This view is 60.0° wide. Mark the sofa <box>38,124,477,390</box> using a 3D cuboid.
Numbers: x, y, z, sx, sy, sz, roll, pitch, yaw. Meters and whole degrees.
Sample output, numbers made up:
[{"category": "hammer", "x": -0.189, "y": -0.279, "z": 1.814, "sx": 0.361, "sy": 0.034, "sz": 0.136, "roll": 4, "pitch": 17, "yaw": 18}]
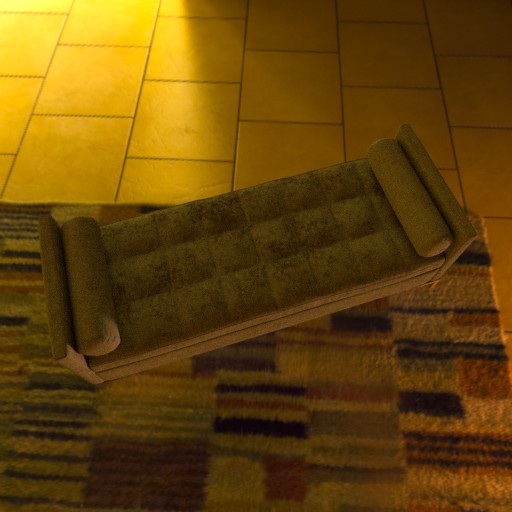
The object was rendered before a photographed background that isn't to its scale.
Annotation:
[{"category": "sofa", "x": 0.000, "y": 0.000, "z": 2.497, "sx": 2.102, "sy": 0.657, "sz": 0.797, "roll": -16, "pitch": 64, "yaw": -8}]
